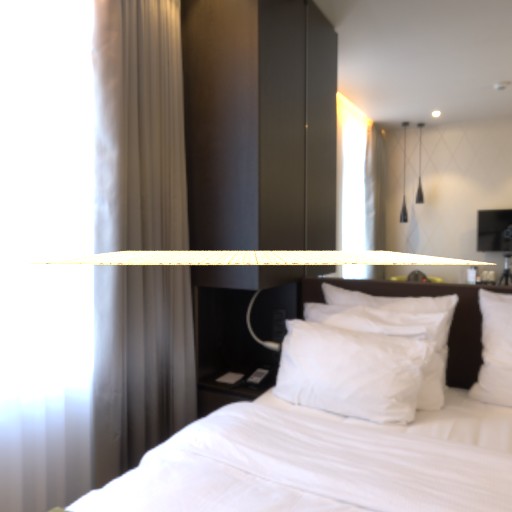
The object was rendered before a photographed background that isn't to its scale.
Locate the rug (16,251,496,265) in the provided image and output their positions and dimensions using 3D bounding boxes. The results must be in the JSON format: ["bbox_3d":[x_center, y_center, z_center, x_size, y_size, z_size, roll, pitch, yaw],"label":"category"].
[{"bbox_3d":[0.000,0.000,2.010,1.556,0.006,1.146,0,3,0],"label":"rug"}]
